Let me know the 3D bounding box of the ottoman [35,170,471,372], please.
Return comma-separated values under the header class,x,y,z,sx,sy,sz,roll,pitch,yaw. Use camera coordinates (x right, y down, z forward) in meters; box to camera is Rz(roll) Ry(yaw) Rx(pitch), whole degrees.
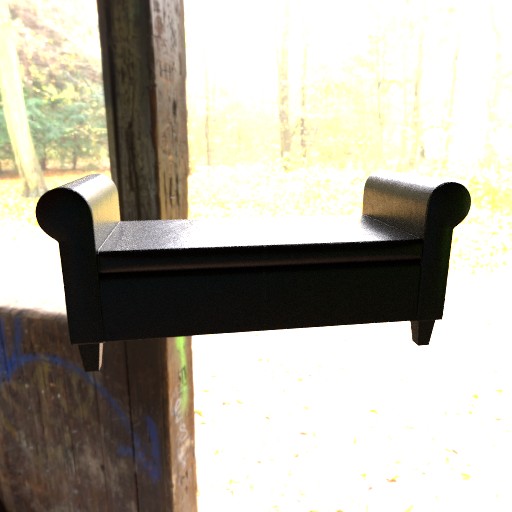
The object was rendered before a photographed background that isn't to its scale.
class,x,y,z,sx,sy,sz,roll,pitch,yaw
ottoman,0.000,0.000,1.550,1.256,0.547,0.521,-2,15,-9
